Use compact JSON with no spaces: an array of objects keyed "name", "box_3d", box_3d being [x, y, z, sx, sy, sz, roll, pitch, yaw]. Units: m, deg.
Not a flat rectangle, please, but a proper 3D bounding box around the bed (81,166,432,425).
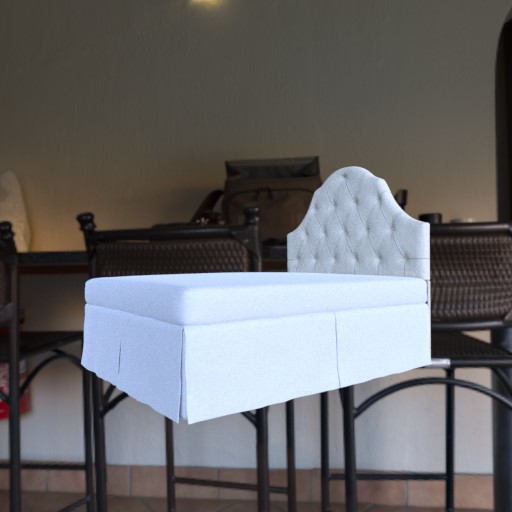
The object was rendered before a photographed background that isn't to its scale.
[{"name":"bed","box_3d":[0.000,0.000,3.261,2.092,1.575,1.627,1,-1,-37]}]
